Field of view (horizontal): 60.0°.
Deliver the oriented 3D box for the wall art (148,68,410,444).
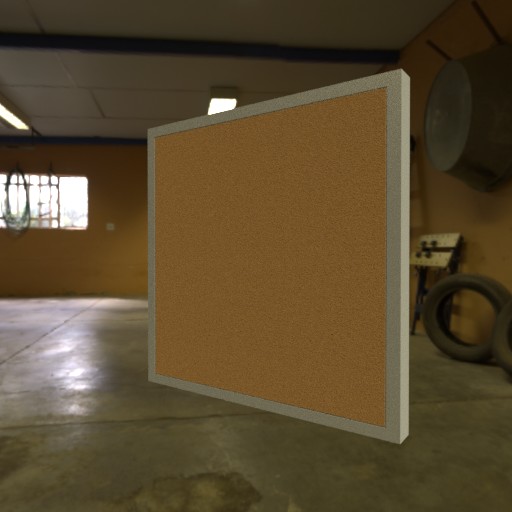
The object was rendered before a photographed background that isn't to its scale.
[{"bbox_3d":[0.000,0.000,0.759,0.506,0.506,0.038,0,1,35],"label":"wall art"}]
